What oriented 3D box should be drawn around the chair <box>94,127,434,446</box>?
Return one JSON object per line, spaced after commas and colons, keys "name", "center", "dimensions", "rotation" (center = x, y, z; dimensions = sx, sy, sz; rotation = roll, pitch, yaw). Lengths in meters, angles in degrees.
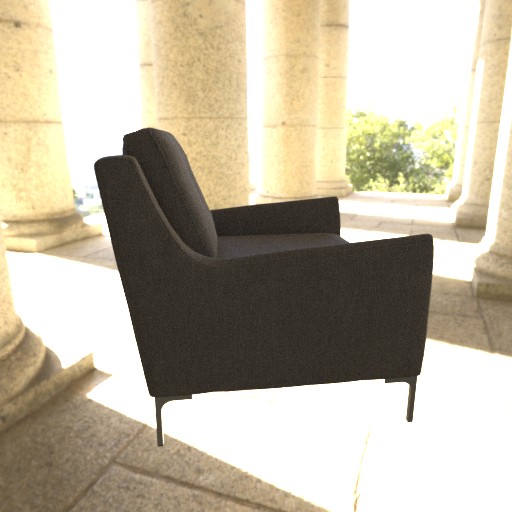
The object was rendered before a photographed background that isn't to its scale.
{"name": "chair", "center": [0.000, 0.000, 1.510], "dimensions": [0.849, 0.828, 0.847], "rotation": [-2, 15, -8]}
